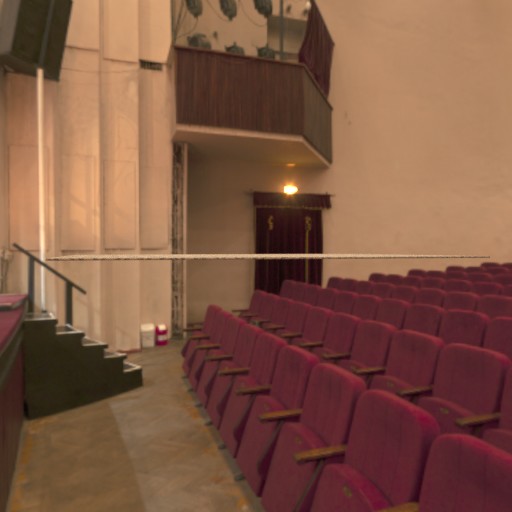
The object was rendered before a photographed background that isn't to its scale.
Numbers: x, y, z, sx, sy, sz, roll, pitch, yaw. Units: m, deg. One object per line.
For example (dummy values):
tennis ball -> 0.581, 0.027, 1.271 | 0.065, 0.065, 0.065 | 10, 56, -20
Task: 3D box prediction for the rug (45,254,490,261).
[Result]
rug -> 0.000, 0.000, 2.302 | 1.824, 0.008, 1.220 | 0, 1, -17
